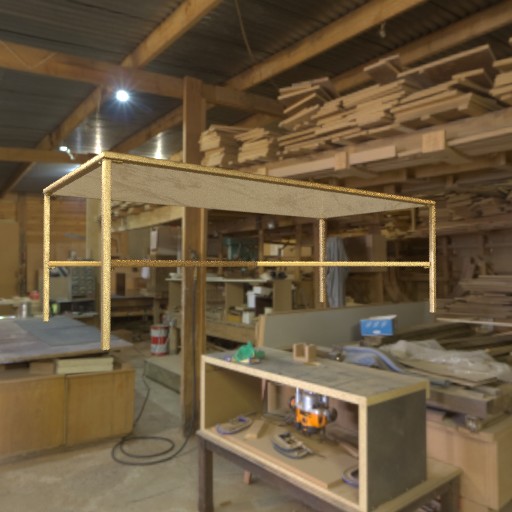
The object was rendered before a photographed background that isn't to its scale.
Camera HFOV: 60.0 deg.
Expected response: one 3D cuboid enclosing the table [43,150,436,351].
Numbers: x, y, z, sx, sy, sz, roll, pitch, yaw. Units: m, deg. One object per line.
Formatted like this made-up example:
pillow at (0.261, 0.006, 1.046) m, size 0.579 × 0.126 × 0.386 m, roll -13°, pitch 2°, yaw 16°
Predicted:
table at (0.000, 0.000, 1.480) m, size 1.197 × 0.405 × 0.577 m, roll 1°, pitch -1°, yaw -37°
